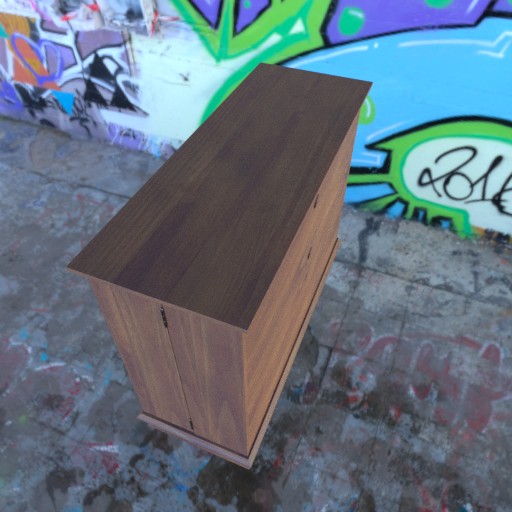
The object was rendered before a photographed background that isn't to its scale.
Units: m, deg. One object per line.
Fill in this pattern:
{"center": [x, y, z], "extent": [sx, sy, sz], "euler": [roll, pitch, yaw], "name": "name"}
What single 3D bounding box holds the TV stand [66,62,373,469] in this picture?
{"center": [0.000, 0.000, 1.490], "extent": [0.406, 0.813, 1.067], "euler": [17, 49, 15], "name": "TV stand"}
